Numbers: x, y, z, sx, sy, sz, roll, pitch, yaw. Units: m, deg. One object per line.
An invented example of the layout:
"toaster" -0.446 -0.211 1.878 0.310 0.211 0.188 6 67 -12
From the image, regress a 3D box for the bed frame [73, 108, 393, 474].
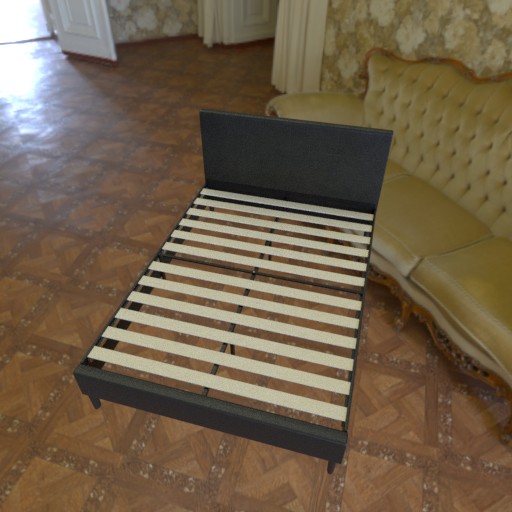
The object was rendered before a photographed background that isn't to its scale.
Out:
"bed frame" 0.000 0.000 3.224 1.634 1.127 2.318 10 42 12
